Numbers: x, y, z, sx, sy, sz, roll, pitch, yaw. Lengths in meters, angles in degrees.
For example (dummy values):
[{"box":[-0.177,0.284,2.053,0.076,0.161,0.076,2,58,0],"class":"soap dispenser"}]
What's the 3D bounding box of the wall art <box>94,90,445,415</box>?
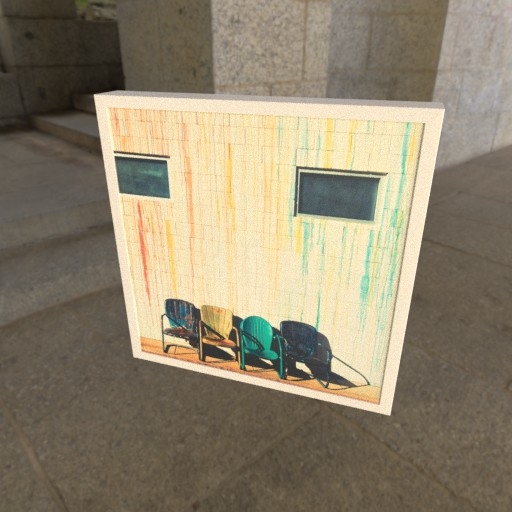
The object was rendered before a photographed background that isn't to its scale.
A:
[{"box":[0.000,0.000,0.451,0.305,0.305,0.038,8,27,16],"class":"wall art"}]
